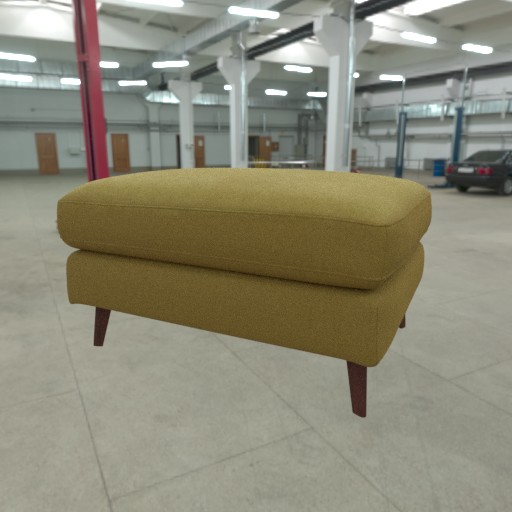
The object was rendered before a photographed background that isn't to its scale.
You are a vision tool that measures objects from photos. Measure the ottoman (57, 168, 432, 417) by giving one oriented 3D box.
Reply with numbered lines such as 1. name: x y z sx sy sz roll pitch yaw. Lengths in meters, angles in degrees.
1. ottoman: 0.000 0.000 1.166 0.811 0.449 0.608 7 16 26
